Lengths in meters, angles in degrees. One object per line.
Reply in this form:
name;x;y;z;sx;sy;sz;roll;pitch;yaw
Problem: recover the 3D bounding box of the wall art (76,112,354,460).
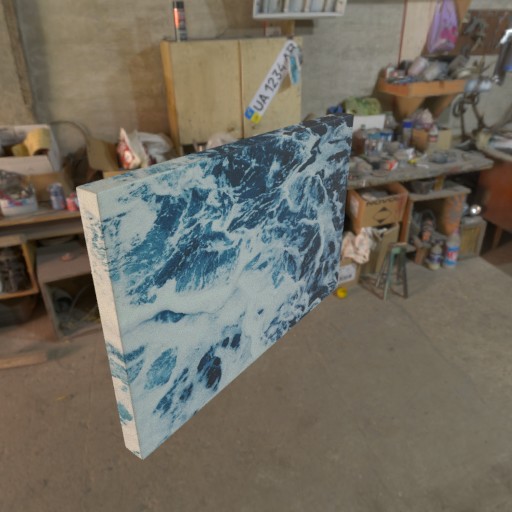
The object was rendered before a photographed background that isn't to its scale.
wall art;0.000;0.000;0.779;0.043;0.407;0.609;19;32;32
